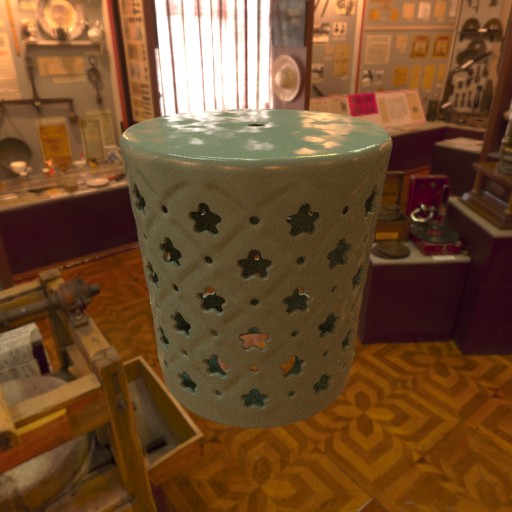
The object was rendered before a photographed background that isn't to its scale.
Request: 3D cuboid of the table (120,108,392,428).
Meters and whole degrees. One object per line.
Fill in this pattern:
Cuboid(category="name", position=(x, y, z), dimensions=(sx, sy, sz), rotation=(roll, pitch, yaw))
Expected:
Cuboid(category="table", position=(0.000, 0.000, 0.671), dimensions=(0.352, 0.387, 0.352), rotation=(0, 26, 0))
